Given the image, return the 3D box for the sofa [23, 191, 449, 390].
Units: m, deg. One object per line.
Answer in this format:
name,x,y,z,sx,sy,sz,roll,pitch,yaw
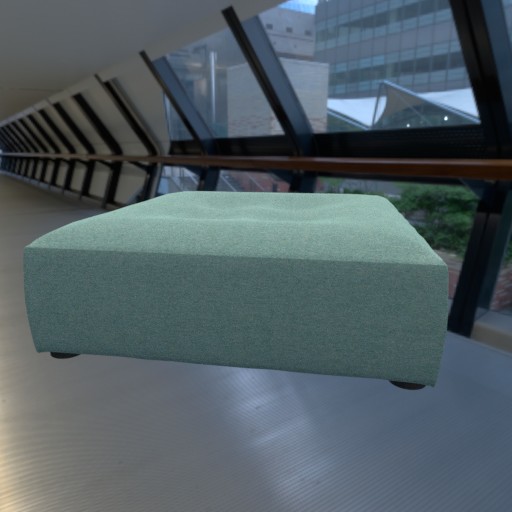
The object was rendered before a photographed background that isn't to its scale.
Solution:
sofa,0.000,0.000,1.396,0.930,0.330,0.930,2,14,10
